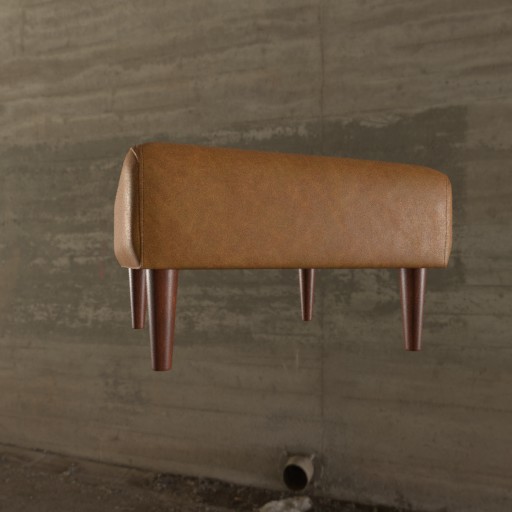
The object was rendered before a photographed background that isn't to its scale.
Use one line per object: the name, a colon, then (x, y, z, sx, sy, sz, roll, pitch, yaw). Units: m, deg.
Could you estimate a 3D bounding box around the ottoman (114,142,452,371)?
ottoman: (0.000, 0.000, 1.085, 0.650, 0.399, 0.650, 0, -1, -19)
